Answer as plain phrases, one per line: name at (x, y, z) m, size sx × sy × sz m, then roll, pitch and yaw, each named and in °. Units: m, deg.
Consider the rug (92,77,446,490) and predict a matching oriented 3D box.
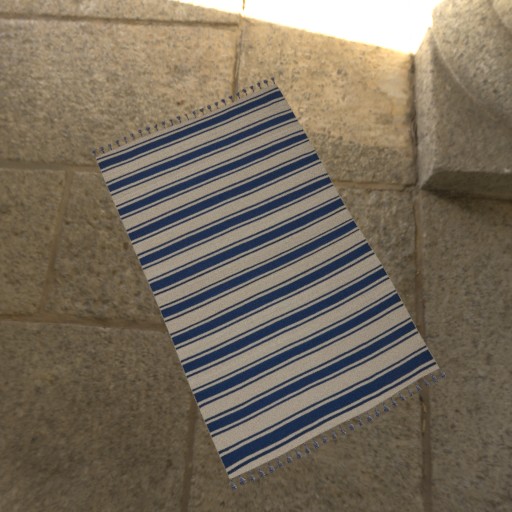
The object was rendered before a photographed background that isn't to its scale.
rug at (0.000, 0.000, 2.526) m, size 1.248 × 0.009 × 2.108 m, roll -25°, pitch 75°, yaw -7°
